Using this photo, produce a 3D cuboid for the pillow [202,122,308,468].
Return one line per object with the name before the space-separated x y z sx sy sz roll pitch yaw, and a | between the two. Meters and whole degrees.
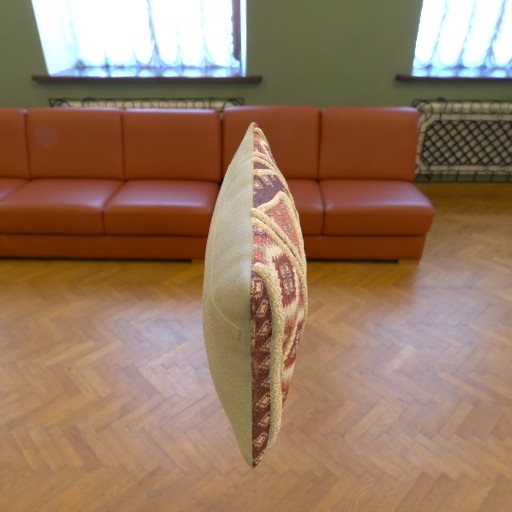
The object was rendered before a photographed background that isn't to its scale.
pillow | 0.000 0.000 0.737 0.161 0.295 0.608 0 30 0
